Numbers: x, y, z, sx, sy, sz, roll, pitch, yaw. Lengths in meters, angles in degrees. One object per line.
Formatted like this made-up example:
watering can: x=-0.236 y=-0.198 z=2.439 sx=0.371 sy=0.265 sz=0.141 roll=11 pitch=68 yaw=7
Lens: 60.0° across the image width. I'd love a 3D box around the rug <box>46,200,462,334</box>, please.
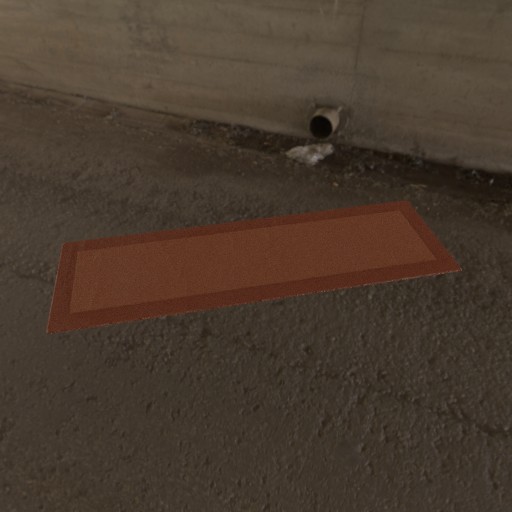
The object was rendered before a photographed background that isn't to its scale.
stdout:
rug: x=0.000 y=0.000 z=2.805 sx=2.471 sy=0.013 sz=0.914 roll=-10 pitch=43 yaw=-11
